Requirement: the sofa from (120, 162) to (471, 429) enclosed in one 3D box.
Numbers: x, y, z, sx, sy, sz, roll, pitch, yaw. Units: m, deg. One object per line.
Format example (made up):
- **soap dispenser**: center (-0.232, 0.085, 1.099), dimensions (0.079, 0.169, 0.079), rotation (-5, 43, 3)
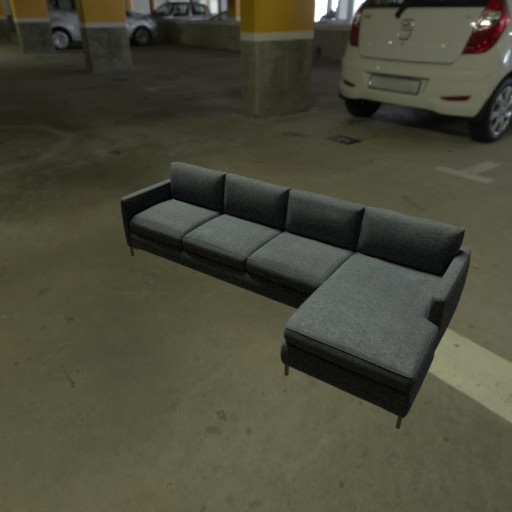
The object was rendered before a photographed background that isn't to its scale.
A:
- **sofa**: center (0.000, 0.000, 3.517), dimensions (2.932, 0.810, 1.350), rotation (18, 34, 30)
